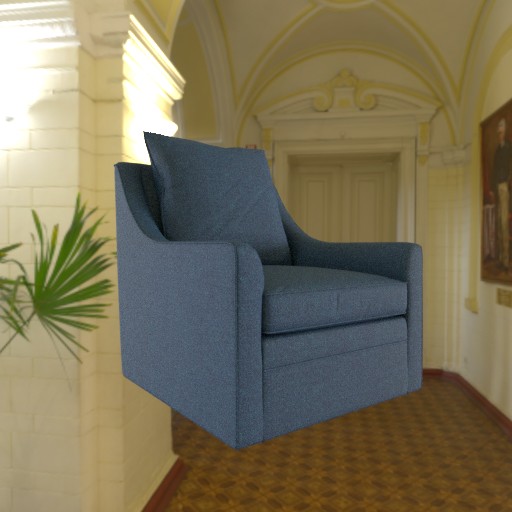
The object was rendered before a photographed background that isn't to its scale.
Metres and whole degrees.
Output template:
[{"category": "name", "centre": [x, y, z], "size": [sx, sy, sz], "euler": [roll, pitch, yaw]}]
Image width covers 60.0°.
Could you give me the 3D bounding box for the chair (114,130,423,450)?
[{"category": "chair", "centre": [0.000, 0.000, 1.588], "size": [0.750, 0.939, 0.870], "euler": [-1, 2, -37]}]
